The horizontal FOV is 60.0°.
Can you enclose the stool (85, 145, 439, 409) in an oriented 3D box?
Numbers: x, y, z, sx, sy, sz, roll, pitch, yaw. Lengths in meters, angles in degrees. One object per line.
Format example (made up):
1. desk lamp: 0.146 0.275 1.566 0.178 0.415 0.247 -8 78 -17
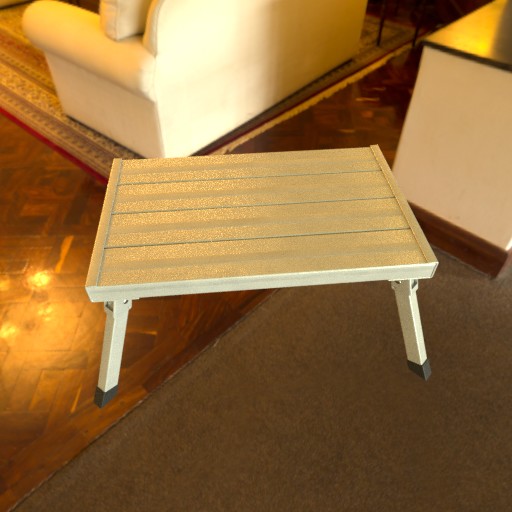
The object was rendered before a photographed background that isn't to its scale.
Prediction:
1. stool: 0.000 0.000 0.742 0.535 0.225 0.385 -4 46 -4
